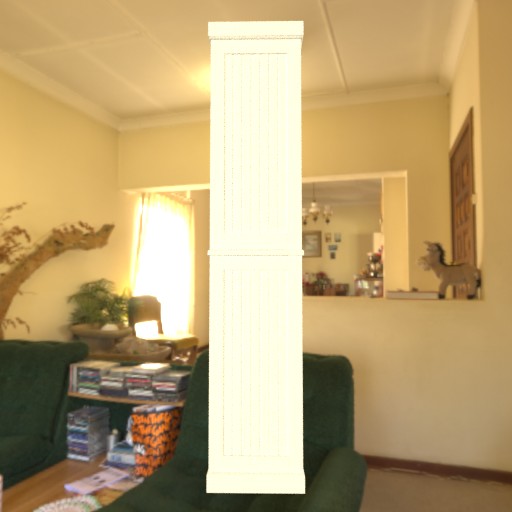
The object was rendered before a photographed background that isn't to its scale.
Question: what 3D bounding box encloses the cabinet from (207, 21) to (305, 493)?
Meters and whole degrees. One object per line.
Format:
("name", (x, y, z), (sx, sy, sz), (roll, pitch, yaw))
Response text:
("cabinet", (0.000, 0.000, 2.091), (0.390, 1.829, 0.754), (0, -3, 1))
